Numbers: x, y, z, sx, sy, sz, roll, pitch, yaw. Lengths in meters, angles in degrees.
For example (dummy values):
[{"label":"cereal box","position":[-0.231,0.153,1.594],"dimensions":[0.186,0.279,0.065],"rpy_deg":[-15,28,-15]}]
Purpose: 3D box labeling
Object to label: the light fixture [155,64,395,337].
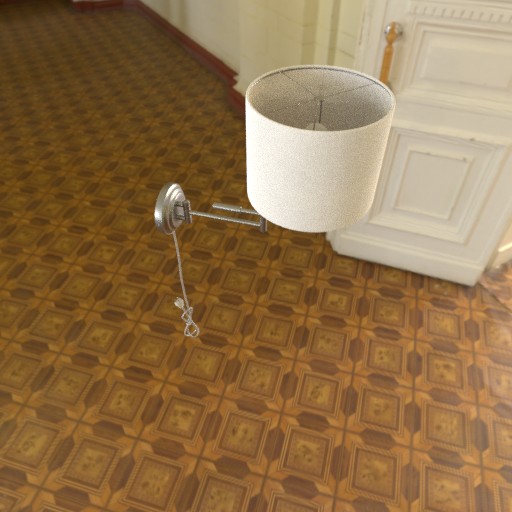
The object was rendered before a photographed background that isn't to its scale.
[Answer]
[{"label":"light fixture","position":[0.000,0.000,1.074],"dimensions":[0.479,0.842,0.253],"rpy_deg":[11,46,11]}]
